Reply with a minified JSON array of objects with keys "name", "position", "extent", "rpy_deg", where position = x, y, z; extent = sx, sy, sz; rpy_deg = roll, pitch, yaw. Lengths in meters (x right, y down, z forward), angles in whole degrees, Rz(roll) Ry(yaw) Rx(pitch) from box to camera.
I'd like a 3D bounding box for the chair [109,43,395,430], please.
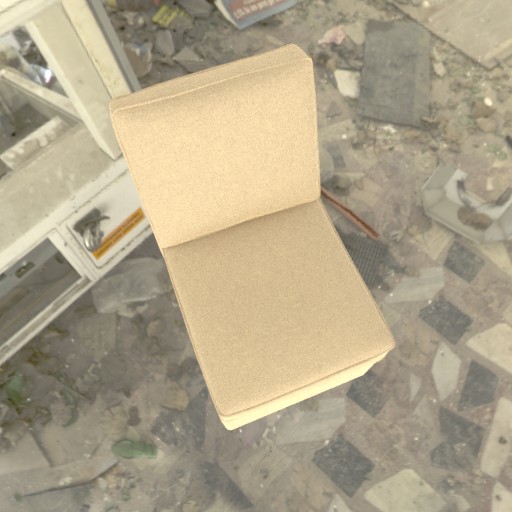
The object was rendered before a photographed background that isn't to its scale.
[{"name":"chair","position":[0.000,0.000,1.530],"extent":[0.621,0.970,0.938],"rpy_deg":[-19,65,-9]}]
